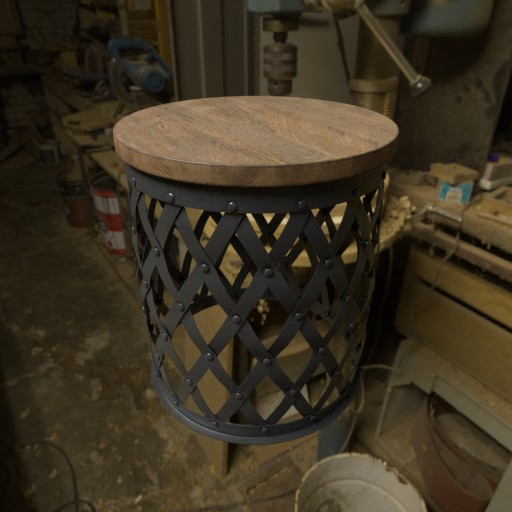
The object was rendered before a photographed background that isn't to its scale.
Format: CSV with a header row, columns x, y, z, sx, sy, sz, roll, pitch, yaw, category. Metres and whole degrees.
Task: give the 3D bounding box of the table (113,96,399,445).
x,y,z,sx,sy,sz,roll,pitch,yaw,category
0.000,0.000,0.761,0.405,0.454,0.405,0,30,0,table
